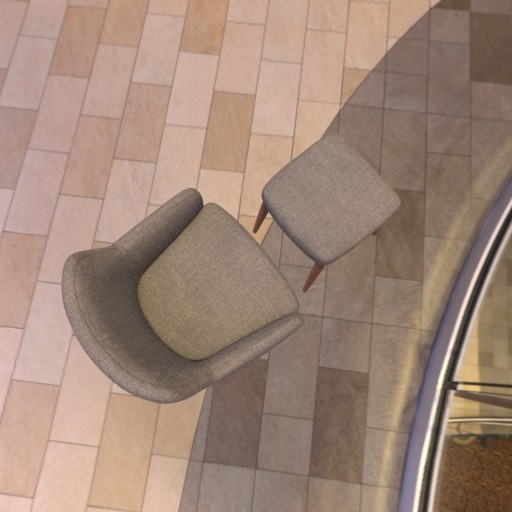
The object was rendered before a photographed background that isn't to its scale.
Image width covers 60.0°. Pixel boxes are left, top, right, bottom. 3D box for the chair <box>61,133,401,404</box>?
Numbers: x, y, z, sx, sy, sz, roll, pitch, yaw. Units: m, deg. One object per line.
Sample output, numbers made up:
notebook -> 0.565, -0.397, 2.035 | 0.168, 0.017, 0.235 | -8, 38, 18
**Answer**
chair -> 0.000, 0.000, 1.568 | 1.107, 0.799, 0.584 | -38, 78, -9
